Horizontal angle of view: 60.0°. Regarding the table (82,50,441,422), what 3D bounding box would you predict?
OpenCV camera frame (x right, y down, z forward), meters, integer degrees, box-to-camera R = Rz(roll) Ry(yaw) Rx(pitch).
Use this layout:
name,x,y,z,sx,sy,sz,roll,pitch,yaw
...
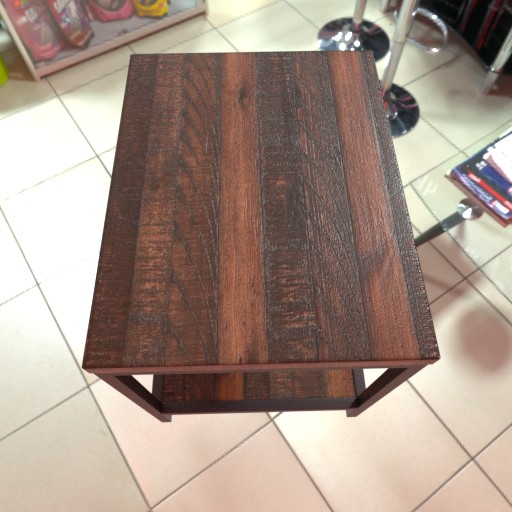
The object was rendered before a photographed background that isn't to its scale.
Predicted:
name,x,y,z,sx,sy,sz,roll,pitch,yaw
table,0.000,0.000,1.073,0.524,0.612,0.678,-1,62,-1
